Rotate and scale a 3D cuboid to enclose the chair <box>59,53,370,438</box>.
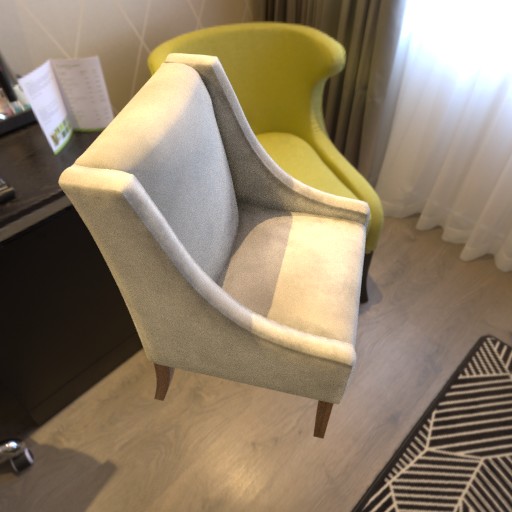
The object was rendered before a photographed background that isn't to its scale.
[{"bbox_3d":[0.000,0.000,1.292,0.629,0.895,0.629,10,47,9],"label":"chair"}]
